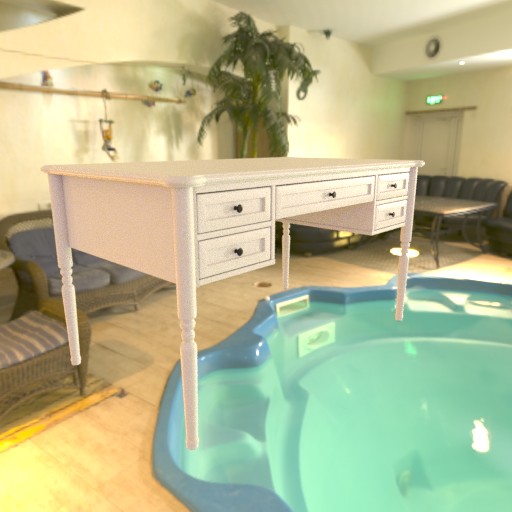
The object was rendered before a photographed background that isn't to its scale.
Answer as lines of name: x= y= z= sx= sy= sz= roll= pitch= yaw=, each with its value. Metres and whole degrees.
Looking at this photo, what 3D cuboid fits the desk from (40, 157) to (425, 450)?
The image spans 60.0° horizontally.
desk: x=0.000 y=0.000 z=1.842 sx=0.807 sy=0.762 sz=1.380 roll=13 pitch=19 yaw=42
